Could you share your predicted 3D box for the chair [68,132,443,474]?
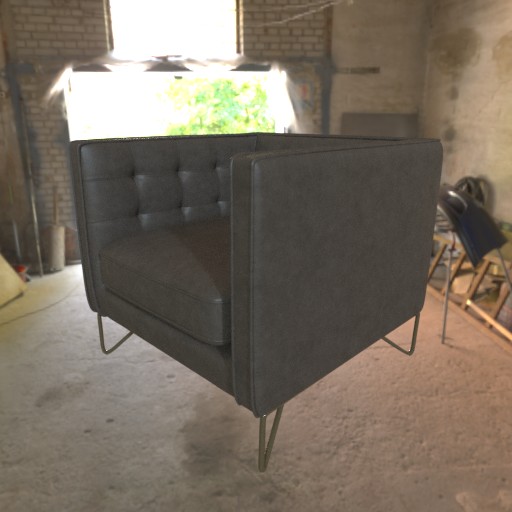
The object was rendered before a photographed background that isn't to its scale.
[{"bbox_3d":[0.000,0.000,1.534,0.894,0.790,0.880,-17,24,-42],"label":"chair"}]
